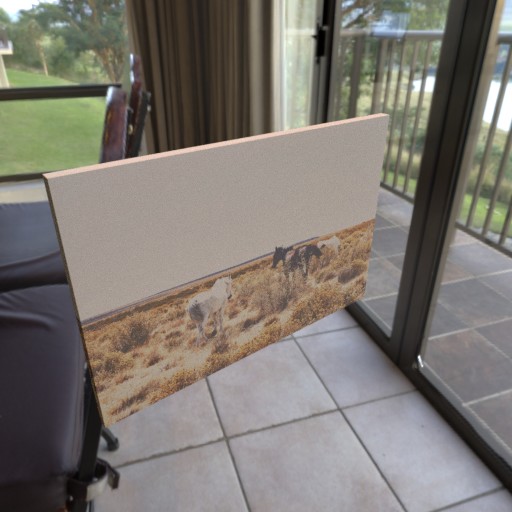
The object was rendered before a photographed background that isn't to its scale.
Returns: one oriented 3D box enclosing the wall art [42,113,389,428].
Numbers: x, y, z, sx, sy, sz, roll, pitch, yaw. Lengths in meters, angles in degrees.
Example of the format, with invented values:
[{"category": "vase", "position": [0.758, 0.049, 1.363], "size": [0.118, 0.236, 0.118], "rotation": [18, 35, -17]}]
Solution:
[{"category": "wall art", "position": [0.000, 0.000, 1.914], "size": [1.520, 1.016, 0.051], "rotation": [-20, 34, -32]}]
